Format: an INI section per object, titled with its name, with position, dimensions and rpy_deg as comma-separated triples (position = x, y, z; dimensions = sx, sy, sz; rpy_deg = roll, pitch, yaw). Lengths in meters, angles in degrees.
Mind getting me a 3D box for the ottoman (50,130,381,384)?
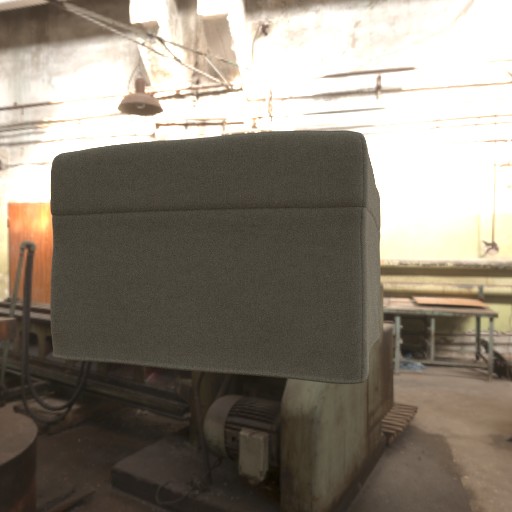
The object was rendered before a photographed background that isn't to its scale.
[ottoman]
position = 0.000, 0.000, 1.205
dimensions = 0.648, 0.461, 0.833
rpy_deg = 0, 1, 17
